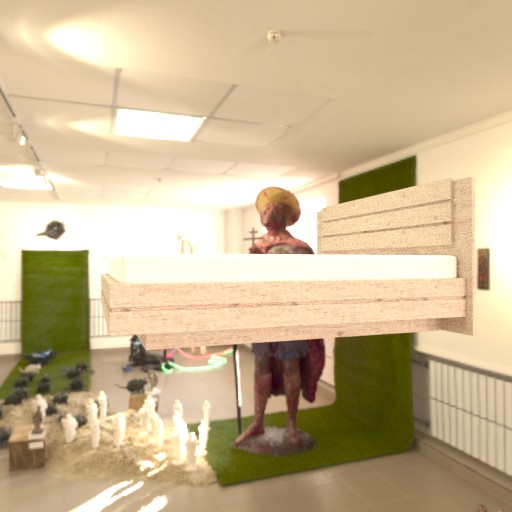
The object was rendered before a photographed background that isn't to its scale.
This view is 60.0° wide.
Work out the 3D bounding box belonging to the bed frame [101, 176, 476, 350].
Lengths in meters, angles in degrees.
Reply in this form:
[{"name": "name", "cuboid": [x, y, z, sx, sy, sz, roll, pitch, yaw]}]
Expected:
[{"name": "bed frame", "cuboid": [0.000, 0.000, 3.208, 2.080, 0.970, 1.950, 0, -1, -20]}]
